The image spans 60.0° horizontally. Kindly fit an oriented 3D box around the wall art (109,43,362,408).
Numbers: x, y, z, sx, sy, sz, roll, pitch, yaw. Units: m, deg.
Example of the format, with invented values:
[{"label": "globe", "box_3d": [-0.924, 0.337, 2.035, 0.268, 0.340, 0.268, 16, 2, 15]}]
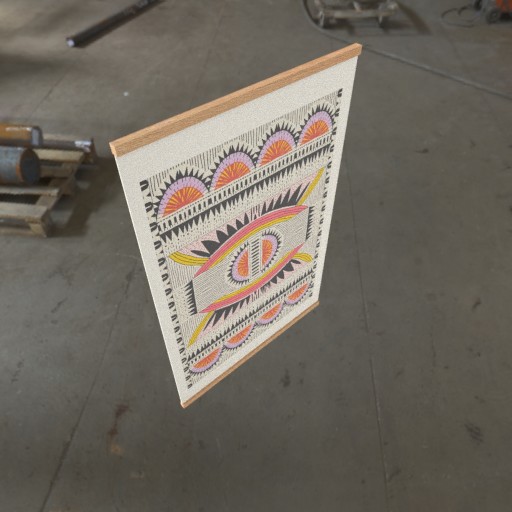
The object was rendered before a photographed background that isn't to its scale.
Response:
[{"label": "wall art", "box_3d": [0.000, 0.000, 1.934, 0.999, 1.533, 0.028, -33, 55, -27]}]
